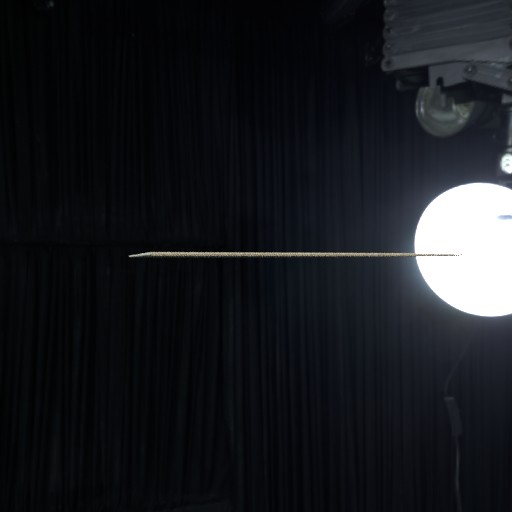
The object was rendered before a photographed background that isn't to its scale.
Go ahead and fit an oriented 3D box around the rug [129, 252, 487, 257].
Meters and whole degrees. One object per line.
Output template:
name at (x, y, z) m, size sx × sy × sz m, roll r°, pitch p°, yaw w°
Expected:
rug at (0.000, 0.000, 2.342) m, size 1.240 × 0.010 × 1.824 m, roll 0°, pitch 0°, yaw -18°
